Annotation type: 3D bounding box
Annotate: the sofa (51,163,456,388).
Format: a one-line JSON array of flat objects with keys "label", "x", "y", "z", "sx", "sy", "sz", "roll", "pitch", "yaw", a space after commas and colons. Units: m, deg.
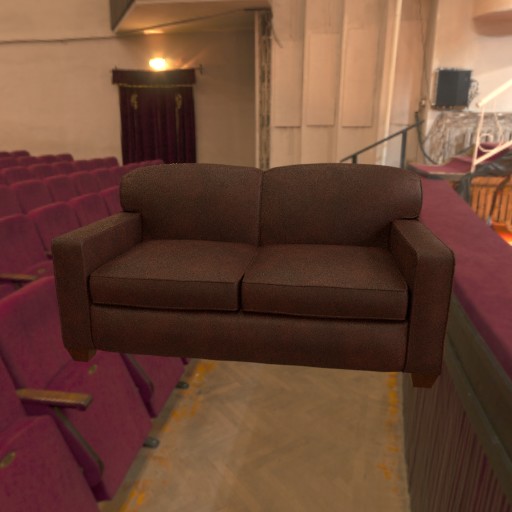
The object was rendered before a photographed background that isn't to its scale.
[{"label": "sofa", "x": 0.000, "y": 0.000, "z": 2.443, "sx": 1.856, "sy": 0.966, "sz": 1.000, "roll": 2, "pitch": 16, "yaw": 8}]
